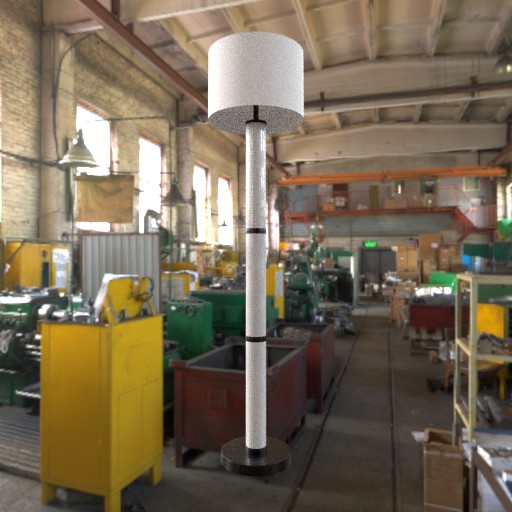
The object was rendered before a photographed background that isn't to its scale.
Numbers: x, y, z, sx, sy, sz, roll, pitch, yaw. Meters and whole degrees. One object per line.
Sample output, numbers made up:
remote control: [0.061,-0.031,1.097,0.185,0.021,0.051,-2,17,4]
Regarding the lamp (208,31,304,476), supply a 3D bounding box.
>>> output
lamp: [0.000,0.000,1.750,0.377,1.599,0.377,0,0,-17]
